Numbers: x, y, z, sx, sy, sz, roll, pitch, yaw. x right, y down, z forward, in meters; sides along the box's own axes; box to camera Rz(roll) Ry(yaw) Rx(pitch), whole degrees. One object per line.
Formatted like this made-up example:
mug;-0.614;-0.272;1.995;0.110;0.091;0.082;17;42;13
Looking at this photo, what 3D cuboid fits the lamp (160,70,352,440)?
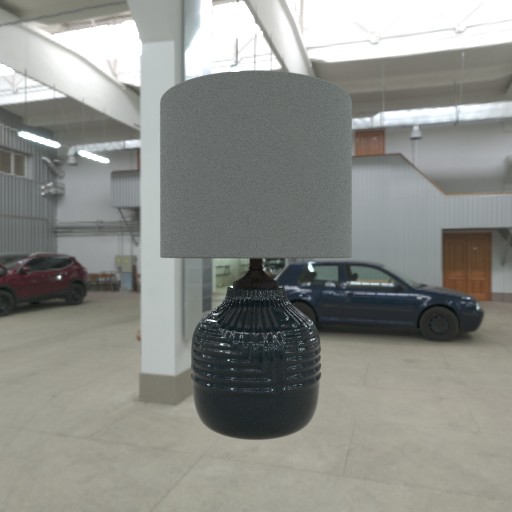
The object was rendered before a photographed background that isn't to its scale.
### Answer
lamp;0.000;0.000;0.752;0.318;0.567;0.318;0;0;0
